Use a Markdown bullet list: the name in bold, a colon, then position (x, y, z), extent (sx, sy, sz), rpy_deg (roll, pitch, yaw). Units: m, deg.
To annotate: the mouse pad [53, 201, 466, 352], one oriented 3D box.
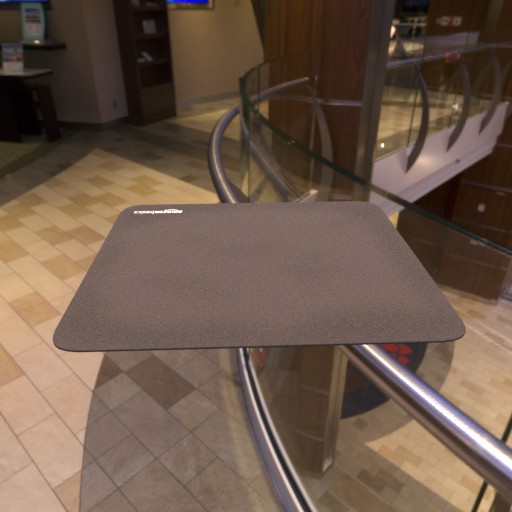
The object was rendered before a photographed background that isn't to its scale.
- **mouse pad**: position (0.000, 0.000, 0.438), extent (0.315, 0.002, 0.269), rpy_deg (-1, 29, -2)
